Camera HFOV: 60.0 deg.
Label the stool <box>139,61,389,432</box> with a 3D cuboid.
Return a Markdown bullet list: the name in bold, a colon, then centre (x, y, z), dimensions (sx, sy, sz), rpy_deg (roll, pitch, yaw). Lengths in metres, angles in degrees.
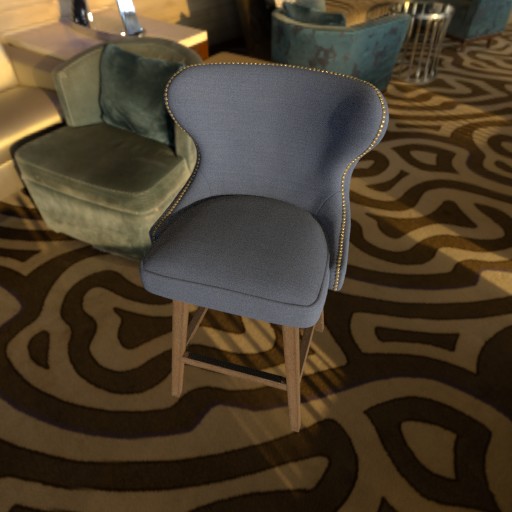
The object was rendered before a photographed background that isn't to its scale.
- **stool**: centre (0.000, 0.000, 1.363), dimensions (0.615, 0.972, 0.597), rpy_deg (12, 43, 13)
